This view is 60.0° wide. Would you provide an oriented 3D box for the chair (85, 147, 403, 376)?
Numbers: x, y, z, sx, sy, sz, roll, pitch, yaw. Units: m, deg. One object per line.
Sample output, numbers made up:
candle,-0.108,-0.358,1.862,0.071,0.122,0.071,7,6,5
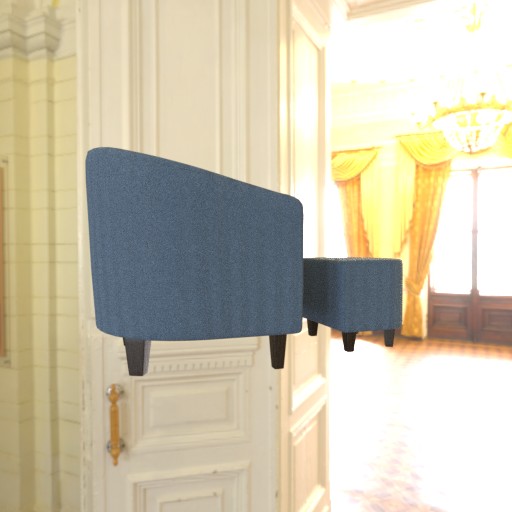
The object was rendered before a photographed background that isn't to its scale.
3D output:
chair,0.000,0.000,1.799,1.288,0.757,0.756,0,2,-19
